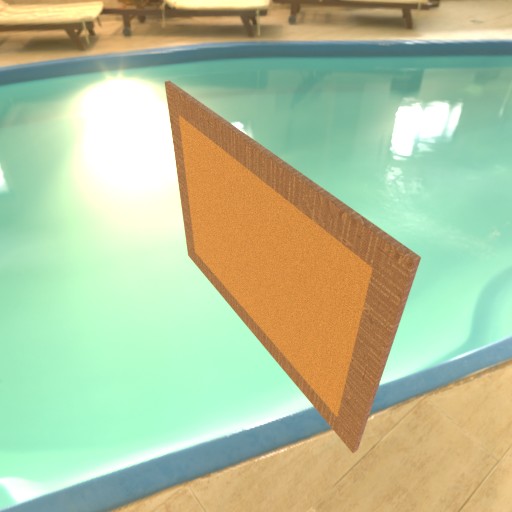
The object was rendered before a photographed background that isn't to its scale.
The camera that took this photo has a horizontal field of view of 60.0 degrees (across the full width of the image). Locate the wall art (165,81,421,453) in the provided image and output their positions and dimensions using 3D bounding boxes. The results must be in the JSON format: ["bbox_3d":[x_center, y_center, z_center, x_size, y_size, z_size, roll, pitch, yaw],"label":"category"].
[{"bbox_3d":[0.000,0.000,1.381,0.020,0.761,1.056,-24,47,-25],"label":"wall art"}]
